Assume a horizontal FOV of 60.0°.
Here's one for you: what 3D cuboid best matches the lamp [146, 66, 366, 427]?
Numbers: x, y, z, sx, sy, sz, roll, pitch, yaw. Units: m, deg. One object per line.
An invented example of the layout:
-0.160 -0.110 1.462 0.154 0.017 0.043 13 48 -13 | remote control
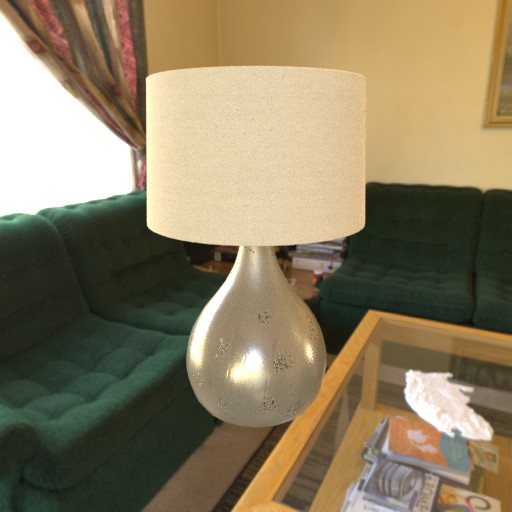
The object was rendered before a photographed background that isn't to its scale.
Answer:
0.000 0.000 0.705 0.330 0.521 0.330 0 16 0 | lamp
